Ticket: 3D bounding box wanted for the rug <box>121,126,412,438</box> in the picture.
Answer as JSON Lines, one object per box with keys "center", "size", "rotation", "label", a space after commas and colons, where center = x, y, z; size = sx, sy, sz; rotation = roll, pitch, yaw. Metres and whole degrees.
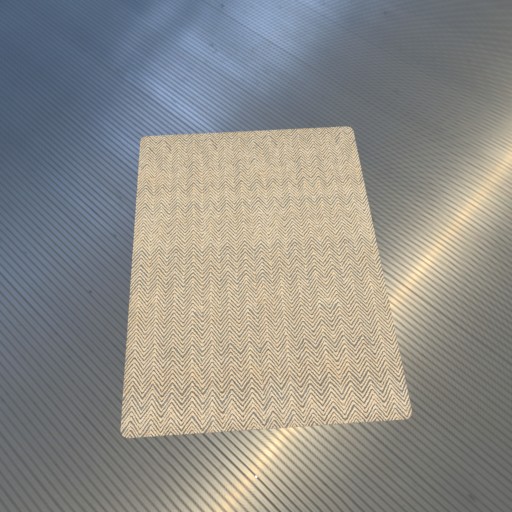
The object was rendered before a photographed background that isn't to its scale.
{"center": [0.000, 0.000, 4.386], "size": [2.439, 0.014, 3.207], "rotation": [-3, 64, -2], "label": "rug"}
